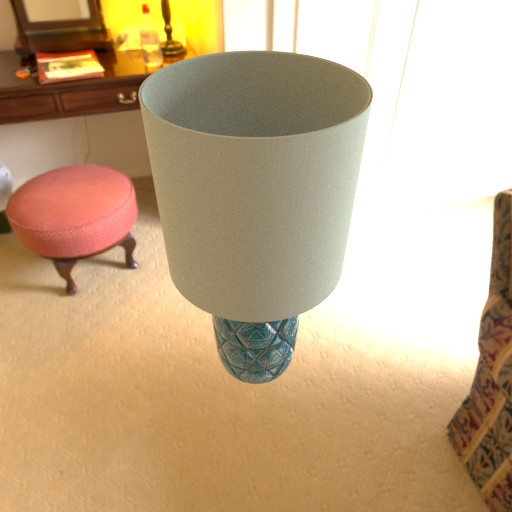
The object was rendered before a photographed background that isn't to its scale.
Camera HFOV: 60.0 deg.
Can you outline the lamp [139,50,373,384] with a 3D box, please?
[{"bbox_3d":[0.000,0.000,0.494,0.193,0.377,0.193,27,48,27],"label":"lamp"}]
